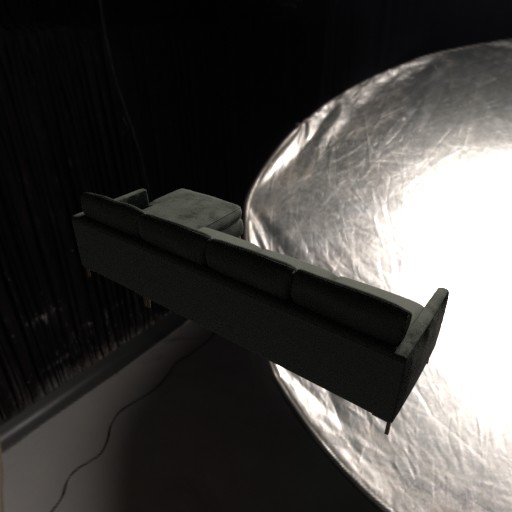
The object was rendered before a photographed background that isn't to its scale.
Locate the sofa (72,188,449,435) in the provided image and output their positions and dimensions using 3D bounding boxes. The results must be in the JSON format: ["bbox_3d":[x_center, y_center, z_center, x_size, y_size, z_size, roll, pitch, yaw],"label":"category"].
[{"bbox_3d":[0.000,0.000,3.297,2.725,0.756,1.255,20,36,31],"label":"sofa"}]
